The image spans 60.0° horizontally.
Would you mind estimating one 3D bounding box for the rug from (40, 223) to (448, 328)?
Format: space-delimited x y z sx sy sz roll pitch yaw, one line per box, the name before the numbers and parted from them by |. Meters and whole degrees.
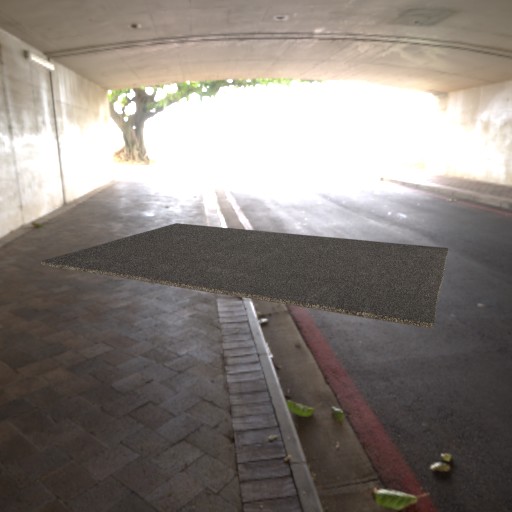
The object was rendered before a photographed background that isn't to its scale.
rug | 0.000 0.000 3.001 2.350 0.025 1.502 7 16 24
